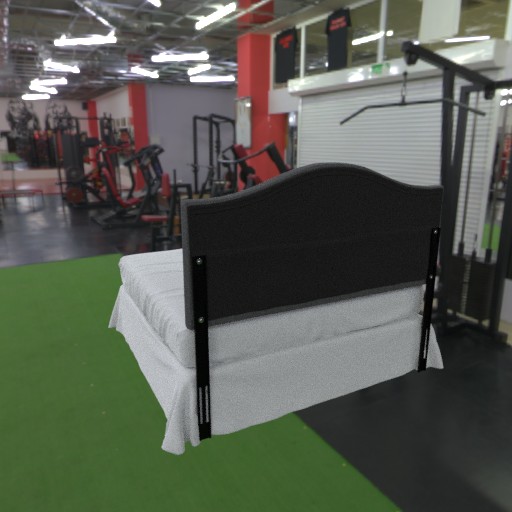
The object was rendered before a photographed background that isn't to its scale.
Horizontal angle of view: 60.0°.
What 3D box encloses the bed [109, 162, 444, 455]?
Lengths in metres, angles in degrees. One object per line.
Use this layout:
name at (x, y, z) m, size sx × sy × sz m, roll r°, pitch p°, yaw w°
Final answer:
bed at (0.000, 0.000, 3.815) m, size 2.314 × 1.651 × 2.219 m, roll -7°, pitch 16°, yaw -26°
